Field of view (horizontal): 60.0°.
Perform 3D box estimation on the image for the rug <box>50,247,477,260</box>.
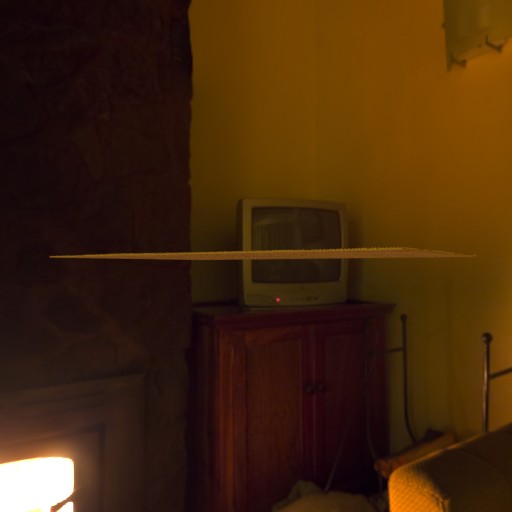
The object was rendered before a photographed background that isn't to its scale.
[{"bbox_3d":[0.000,0.000,2.971,2.436,0.015,1.521,-1,-2,36],"label":"rug"}]
